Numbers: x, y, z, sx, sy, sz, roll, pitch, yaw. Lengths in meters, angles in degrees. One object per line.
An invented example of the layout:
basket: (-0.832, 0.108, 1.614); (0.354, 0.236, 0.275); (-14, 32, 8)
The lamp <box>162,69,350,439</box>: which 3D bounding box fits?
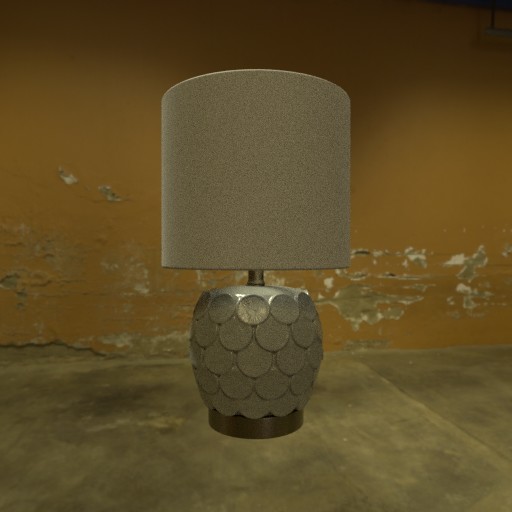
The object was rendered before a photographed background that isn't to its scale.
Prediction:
lamp: (0.000, 0.000, 0.610); (0.254, 0.452, 0.254); (0, 0, 0)
